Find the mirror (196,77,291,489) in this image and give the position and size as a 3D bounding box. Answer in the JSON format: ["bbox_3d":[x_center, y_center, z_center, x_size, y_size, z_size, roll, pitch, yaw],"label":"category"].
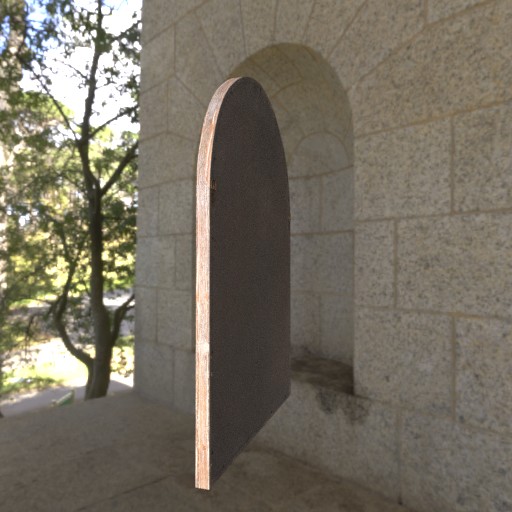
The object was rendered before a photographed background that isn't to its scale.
[{"bbox_3d":[0.000,0.000,1.187,0.032,0.920,0.660,0,-1,18],"label":"mirror"}]
